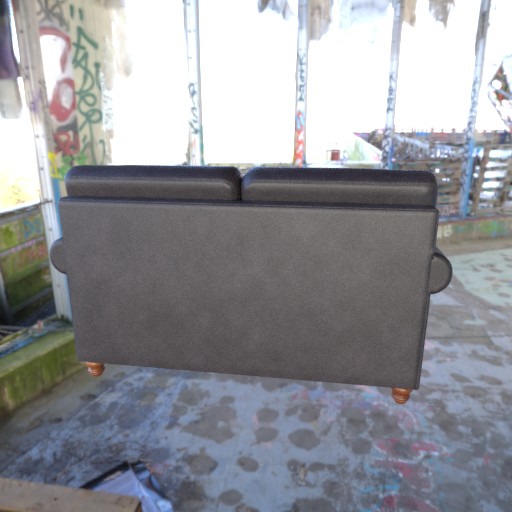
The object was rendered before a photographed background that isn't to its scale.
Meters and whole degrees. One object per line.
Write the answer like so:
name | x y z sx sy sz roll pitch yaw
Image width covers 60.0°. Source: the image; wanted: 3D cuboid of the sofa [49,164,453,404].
sofa | 0.000 0.000 2.297 1.663 0.979 1.030 3 17 8
